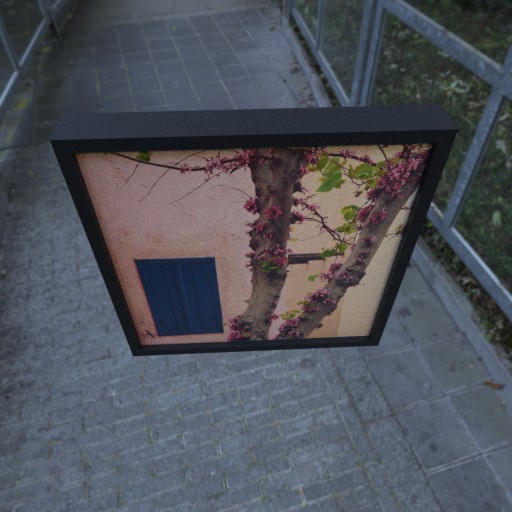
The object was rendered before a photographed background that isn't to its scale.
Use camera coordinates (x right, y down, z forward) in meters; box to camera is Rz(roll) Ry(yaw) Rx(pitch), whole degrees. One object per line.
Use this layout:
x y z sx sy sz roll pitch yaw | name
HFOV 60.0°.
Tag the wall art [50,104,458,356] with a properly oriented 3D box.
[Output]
0.000 0.000 0.453 0.305 0.304 0.038 -2 47 -2 | wall art
